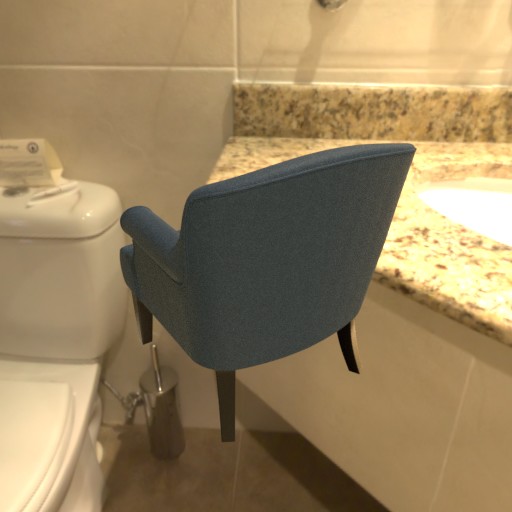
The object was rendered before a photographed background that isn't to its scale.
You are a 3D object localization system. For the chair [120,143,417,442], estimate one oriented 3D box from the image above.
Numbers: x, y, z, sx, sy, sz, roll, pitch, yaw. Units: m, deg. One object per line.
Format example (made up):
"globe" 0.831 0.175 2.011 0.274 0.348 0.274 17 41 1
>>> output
"chair" 0.000 0.000 1.478 0.770 0.878 0.754 -18 34 -28
